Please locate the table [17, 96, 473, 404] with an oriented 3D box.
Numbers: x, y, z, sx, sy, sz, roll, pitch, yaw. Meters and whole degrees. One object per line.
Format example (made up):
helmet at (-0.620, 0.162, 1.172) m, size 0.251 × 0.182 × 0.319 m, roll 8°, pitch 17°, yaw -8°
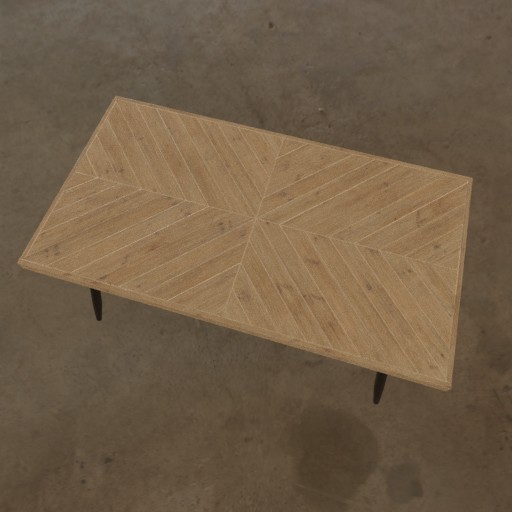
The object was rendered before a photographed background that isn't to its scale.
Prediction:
table at (0.000, 0.000, 2.304) m, size 1.803 × 0.762 × 0.991 m, roll 15°, pitch 65°, yaw 7°
